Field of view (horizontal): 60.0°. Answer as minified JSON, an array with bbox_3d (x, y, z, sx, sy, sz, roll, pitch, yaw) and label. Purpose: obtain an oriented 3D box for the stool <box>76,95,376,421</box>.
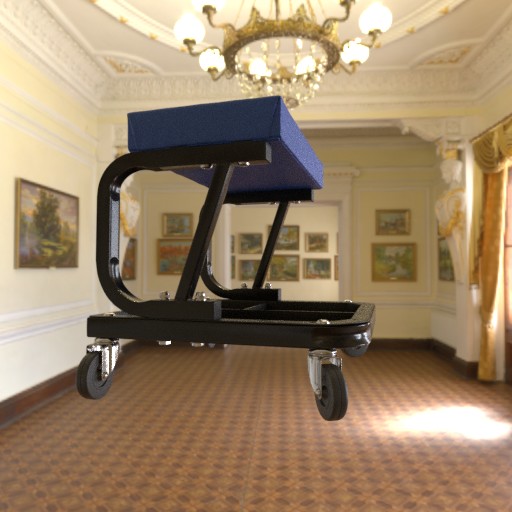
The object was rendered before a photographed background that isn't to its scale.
[{"bbox_3d":[0.000,0.000,0.723,0.371,0.380,0.446,0,-2,16],"label":"stool"}]
